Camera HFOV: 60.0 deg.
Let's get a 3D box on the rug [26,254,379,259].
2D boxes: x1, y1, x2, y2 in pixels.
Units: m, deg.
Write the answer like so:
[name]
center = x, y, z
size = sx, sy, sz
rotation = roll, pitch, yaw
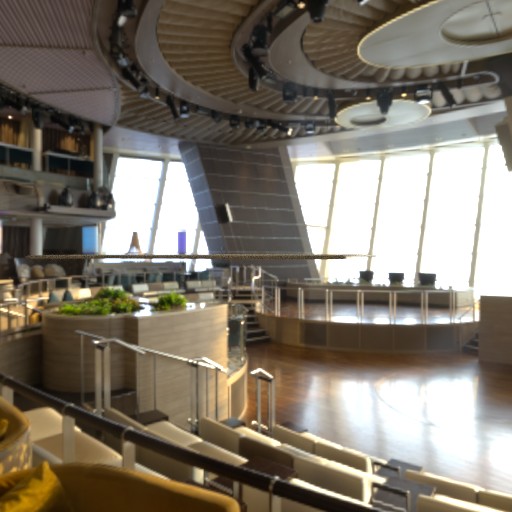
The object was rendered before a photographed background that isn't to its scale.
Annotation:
[rug]
center = 0.000, 0.000, 3.083
size = 1.535, 0.022, 2.498
rotation = 0, 0, 18
